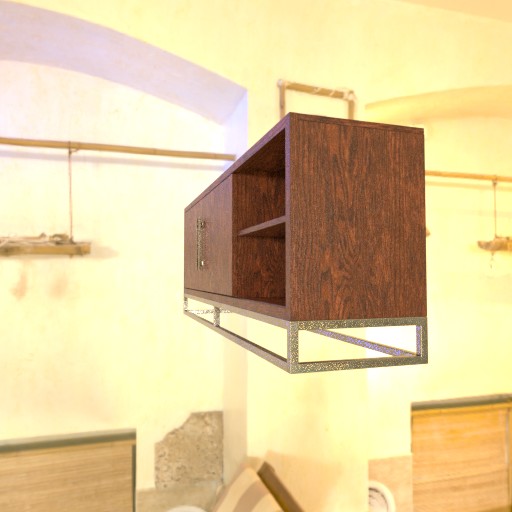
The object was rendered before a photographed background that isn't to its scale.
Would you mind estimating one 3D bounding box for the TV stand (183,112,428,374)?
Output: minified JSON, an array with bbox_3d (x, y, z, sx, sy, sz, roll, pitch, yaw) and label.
[{"bbox_3d":[0.000,0.000,1.758,0.382,0.578,1.541,1,-2,-18],"label":"TV stand"}]
